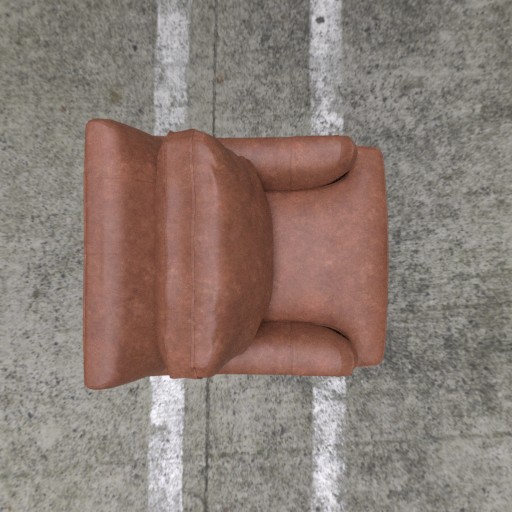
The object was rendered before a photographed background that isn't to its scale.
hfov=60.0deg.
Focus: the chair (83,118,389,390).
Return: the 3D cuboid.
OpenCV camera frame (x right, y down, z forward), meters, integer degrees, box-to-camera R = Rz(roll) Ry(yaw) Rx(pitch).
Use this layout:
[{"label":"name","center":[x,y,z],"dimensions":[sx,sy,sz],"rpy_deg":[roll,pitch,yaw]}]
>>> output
[{"label":"chair","center":[0.000,0.000,1.916],"dimensions":[1.158,1.055,0.986],"rpy_deg":[0,89,-1]}]
